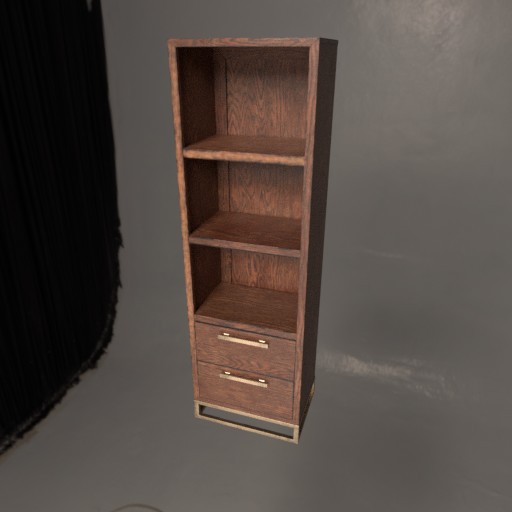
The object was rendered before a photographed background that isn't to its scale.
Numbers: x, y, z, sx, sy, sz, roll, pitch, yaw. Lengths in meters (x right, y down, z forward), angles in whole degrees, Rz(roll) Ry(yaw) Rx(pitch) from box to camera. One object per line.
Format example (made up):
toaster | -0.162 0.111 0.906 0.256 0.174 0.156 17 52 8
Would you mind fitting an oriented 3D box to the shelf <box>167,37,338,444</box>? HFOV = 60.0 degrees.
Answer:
shelf | 0.000 0.000 1.971 0.539 1.732 0.395 8 26 17
